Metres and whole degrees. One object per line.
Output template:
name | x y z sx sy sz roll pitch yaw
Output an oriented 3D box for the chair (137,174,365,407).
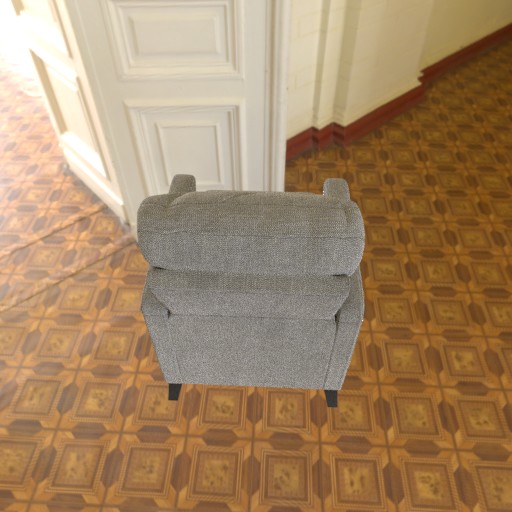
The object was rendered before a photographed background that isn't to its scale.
chair | 0.000 0.000 1.644 0.710 1.049 0.922 2 47 2
